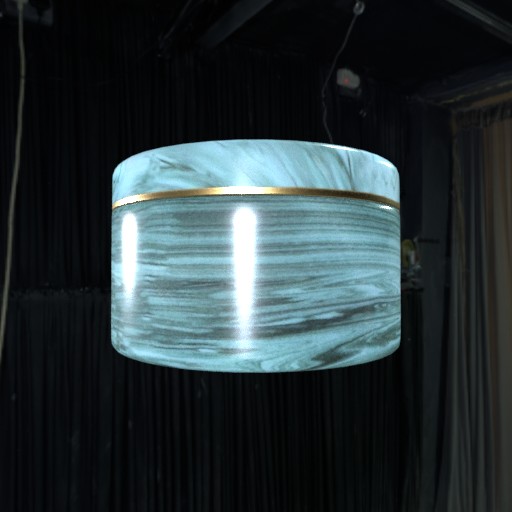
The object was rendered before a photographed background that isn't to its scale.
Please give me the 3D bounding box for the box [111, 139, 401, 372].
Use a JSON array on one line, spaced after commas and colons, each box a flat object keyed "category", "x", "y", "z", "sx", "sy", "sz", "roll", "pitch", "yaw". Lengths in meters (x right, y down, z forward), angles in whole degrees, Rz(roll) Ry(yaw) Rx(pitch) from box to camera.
[{"category": "box", "x": 0.000, "y": 0.000, "z": 0.164, "sx": 0.101, "sy": 0.063, "sz": 0.101, "roll": 0, "pitch": -1, "yaw": 0}]
